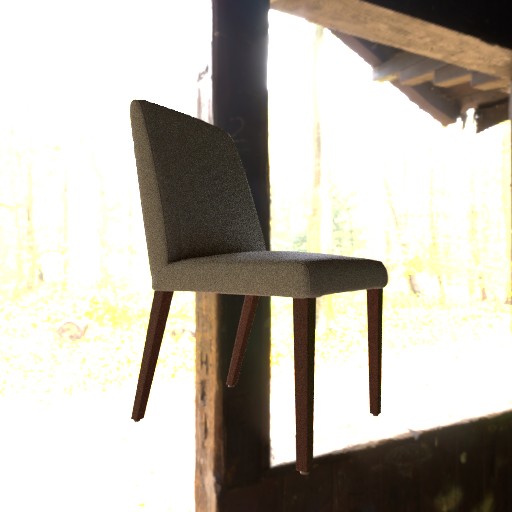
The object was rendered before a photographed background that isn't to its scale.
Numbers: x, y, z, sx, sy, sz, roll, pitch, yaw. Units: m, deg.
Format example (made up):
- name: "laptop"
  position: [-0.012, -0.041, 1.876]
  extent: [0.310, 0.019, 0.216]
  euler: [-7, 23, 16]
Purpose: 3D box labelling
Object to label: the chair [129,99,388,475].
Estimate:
- name: "chair"
  position: [0.000, 0.000, 1.239]
  extent: [0.594, 0.900, 0.480]
  euler: [-1, -1, 35]
